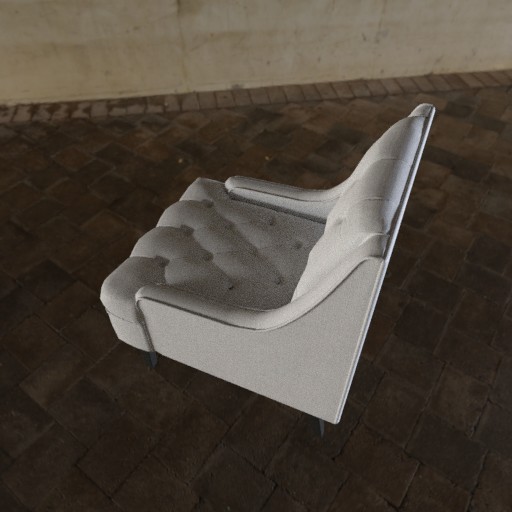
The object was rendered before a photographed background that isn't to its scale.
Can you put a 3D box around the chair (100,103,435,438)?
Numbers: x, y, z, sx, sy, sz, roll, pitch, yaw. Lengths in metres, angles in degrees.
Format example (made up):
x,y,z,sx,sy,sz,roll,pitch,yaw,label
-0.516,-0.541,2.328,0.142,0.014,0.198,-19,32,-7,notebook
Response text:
x,y,z,sx,sy,sz,roll,pitch,yaw,label
0.000,0.000,1.390,0.772,0.891,0.658,17,48,16,chair
